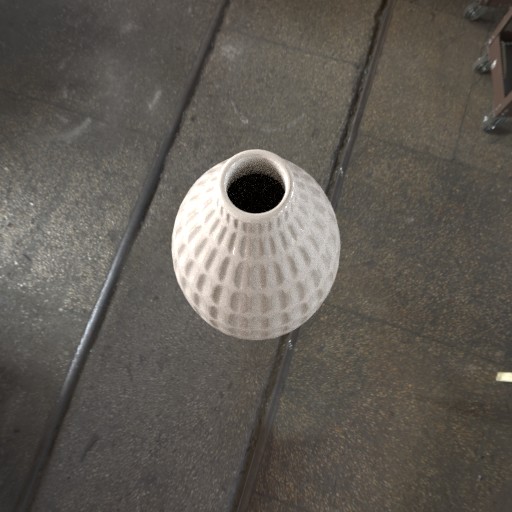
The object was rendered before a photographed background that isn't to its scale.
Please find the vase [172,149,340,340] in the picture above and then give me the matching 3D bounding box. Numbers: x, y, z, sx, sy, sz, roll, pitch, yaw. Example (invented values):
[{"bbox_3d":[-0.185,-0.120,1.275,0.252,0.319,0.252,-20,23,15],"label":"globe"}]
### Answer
[{"bbox_3d":[0.000,0.000,0.350,0.127,0.282,0.127,0,76,0],"label":"vase"}]
